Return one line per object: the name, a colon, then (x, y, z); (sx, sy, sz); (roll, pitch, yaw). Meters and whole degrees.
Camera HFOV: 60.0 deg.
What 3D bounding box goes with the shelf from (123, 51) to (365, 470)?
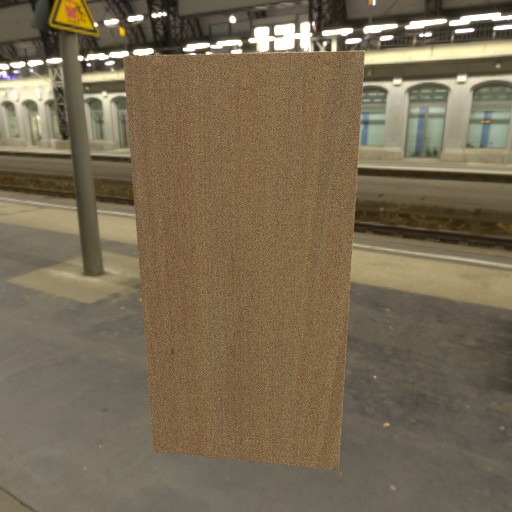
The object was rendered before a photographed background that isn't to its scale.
shelf: (0.000, 0.000, 0.756); (0.297, 0.594, 0.290); (2, 17, 8)
